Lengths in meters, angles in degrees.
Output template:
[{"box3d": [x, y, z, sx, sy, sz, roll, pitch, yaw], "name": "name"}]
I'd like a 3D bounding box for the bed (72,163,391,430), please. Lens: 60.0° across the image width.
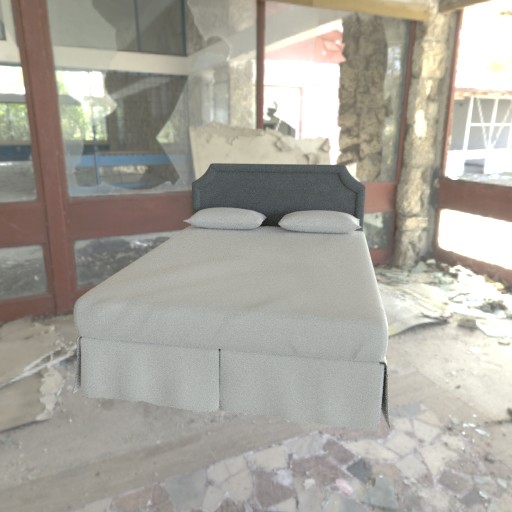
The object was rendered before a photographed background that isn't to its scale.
[{"box3d": [0.000, 0.000, 3.620, 1.977, 1.306, 2.464, 3, 16, 10], "name": "bed"}]
